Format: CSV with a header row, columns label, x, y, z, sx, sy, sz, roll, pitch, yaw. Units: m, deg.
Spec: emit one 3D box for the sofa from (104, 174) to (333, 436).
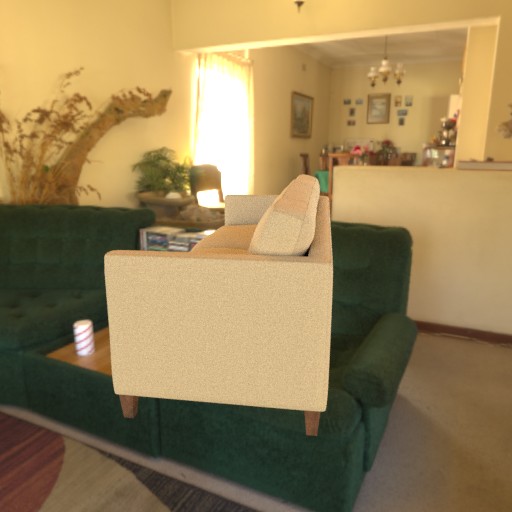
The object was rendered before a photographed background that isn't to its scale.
label,x,y,z,sx,sy,sz,roll,pitch,yaw
sofa,0.000,0.000,2.903,0.951,0.968,2.361,2,14,8
